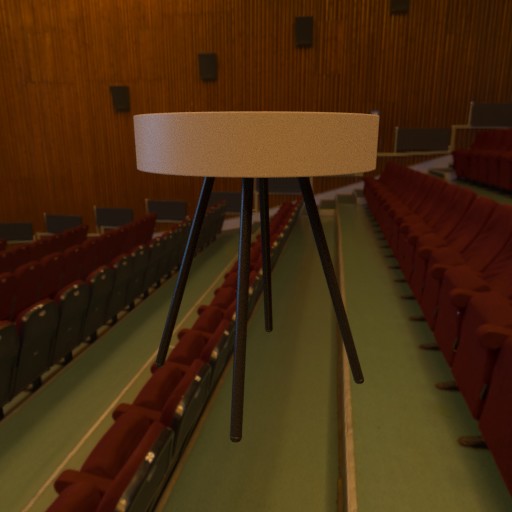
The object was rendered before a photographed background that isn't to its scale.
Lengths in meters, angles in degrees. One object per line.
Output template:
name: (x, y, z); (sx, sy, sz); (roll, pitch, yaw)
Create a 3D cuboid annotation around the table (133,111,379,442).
table: (0.000, 0.000, 0.877); (0.450, 0.525, 0.450); (0, 15, 0)
